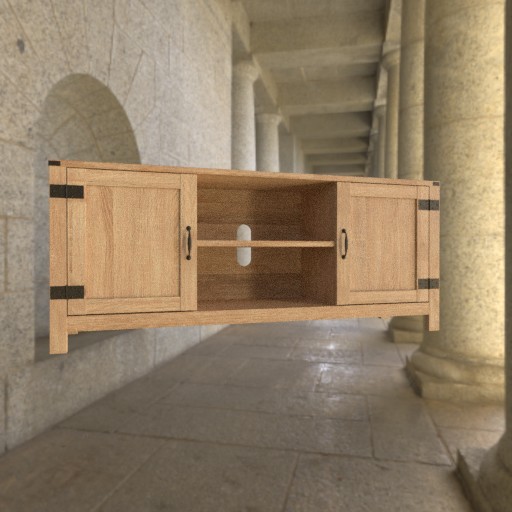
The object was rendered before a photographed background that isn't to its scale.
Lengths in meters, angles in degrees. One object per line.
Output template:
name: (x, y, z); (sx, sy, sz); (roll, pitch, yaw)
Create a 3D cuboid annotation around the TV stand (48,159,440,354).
TV stand: (0.000, 0.000, 1.768); (1.466, 0.610, 0.398); (0, 0, -17)
